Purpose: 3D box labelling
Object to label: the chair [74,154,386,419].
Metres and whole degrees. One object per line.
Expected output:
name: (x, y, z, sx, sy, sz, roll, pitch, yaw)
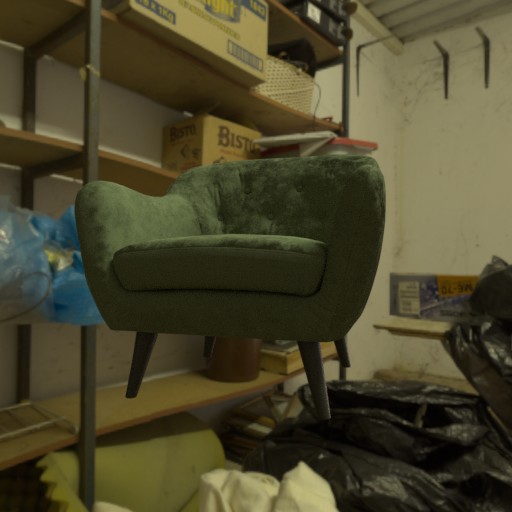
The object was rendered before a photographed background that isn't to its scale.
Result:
chair: (0.000, 0.000, 1.478, 0.840, 0.804, 0.819, 0, 0, 17)
